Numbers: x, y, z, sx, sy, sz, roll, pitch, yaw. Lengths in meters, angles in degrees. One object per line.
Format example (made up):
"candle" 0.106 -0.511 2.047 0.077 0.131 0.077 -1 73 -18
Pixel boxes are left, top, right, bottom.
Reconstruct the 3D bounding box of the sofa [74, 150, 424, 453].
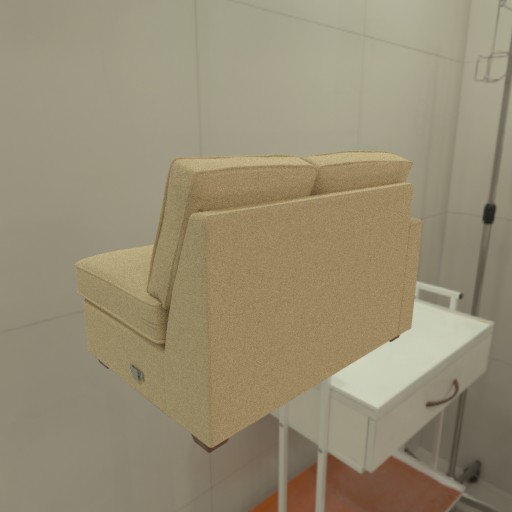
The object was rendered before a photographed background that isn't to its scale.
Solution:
"sofa" 0.000 0.000 2.110 1.388 0.989 0.991 -14 21 -42
